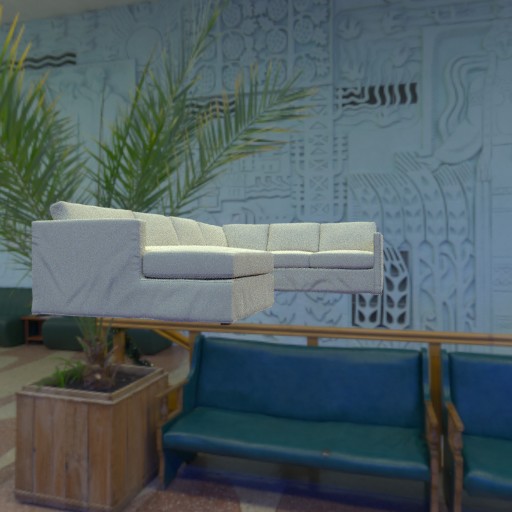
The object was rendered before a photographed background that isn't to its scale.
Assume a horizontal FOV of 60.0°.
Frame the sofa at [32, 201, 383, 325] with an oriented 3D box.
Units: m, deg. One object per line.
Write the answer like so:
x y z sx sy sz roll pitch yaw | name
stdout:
0.000 0.000 4.529 2.448 0.882 3.464 0 0 17 | sofa
